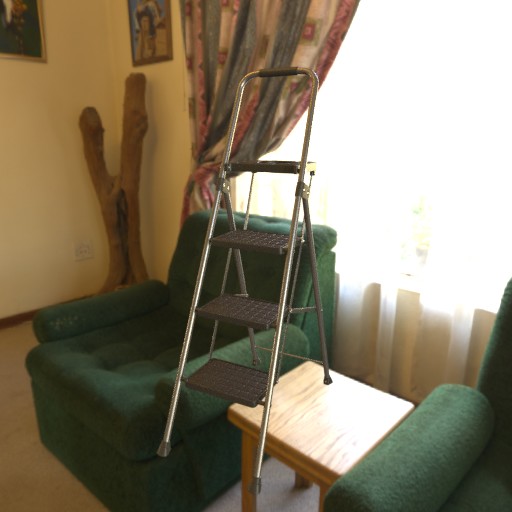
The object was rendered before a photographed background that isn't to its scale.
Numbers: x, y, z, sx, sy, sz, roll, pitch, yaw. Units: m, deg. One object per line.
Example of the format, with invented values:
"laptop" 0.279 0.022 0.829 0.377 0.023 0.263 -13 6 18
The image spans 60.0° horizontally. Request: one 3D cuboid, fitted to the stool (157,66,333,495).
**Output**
"stool" 0.000 0.000 1.569 0.396 1.277 0.733 8 17 27
